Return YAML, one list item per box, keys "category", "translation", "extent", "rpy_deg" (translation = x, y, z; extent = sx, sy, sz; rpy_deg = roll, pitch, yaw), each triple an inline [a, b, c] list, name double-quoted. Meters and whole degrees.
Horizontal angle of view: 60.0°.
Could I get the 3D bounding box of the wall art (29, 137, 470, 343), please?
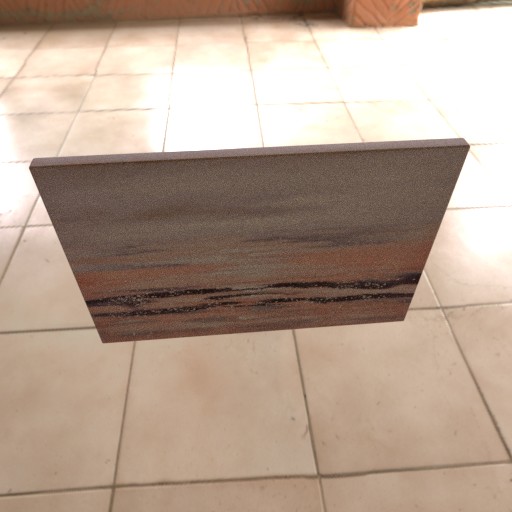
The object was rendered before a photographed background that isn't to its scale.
- category: "wall art"
  translation: [0.000, 0.000, 1.136]
  extent: [0.913, 0.609, 0.038]
  rpy_deg: [-4, 45, -4]
